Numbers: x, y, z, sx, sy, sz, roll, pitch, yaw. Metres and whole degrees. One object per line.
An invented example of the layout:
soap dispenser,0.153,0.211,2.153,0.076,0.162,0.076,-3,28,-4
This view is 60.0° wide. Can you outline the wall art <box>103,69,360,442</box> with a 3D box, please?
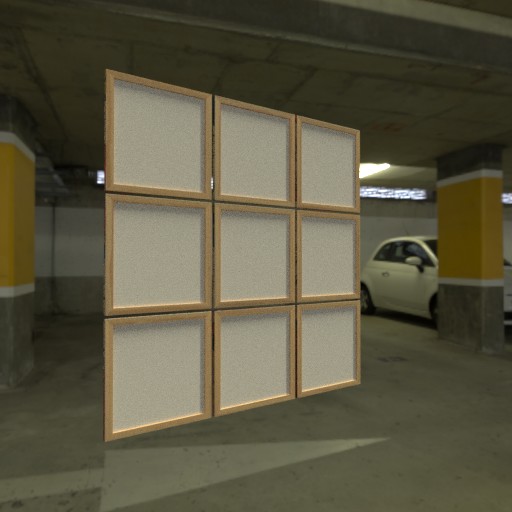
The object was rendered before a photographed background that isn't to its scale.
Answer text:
wall art,0.000,0.000,1.346,0.904,0.913,0.013,0,-1,-35
